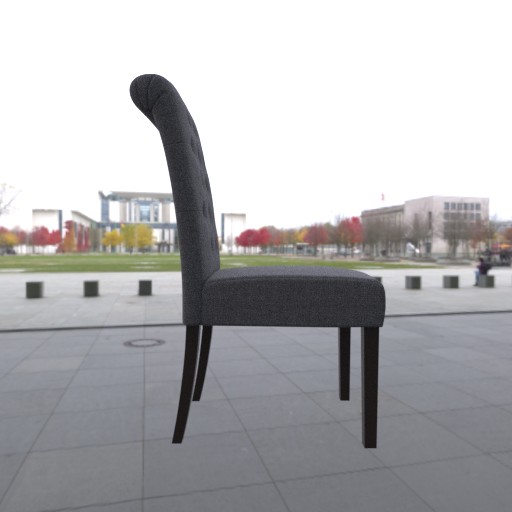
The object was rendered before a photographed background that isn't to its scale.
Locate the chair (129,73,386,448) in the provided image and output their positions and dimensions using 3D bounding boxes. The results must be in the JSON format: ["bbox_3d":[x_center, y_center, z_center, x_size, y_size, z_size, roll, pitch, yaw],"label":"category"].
[{"bbox_3d":[0.000,0.000,1.363,0.671,1.006,0.456,0,1,1],"label":"chair"}]
